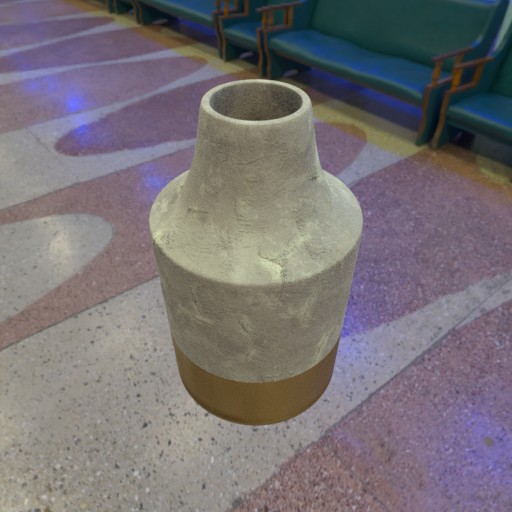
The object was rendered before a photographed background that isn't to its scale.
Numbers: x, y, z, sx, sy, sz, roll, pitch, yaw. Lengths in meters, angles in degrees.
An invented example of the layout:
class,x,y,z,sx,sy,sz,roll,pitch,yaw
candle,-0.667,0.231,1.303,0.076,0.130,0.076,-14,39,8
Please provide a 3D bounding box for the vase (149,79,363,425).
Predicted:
class,x,y,z,sx,sy,sz,roll,pitch,yaw
vase,0.000,0.000,0.421,0.184,0.305,0.184,0,42,0
